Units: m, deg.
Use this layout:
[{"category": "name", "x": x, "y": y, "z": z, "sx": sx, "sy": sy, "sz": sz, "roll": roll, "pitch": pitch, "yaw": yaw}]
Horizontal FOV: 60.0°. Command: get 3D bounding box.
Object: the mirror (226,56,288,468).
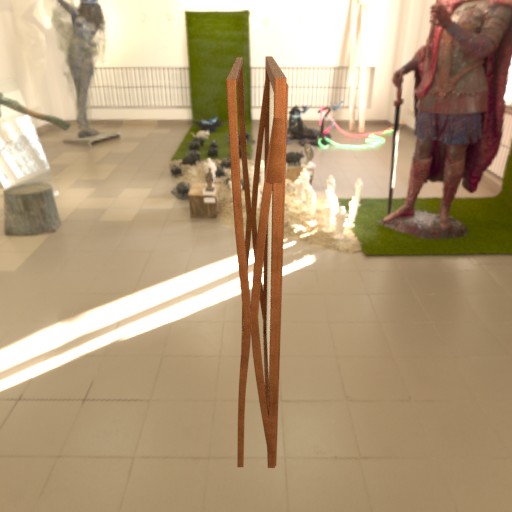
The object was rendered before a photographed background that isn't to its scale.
[{"category": "mirror", "x": 0.000, "y": 0.000, "z": 0.966, "sx": 0.082, "sy": 0.768, "sz": 0.468, "roll": 0, "pitch": 27, "yaw": 0}]
